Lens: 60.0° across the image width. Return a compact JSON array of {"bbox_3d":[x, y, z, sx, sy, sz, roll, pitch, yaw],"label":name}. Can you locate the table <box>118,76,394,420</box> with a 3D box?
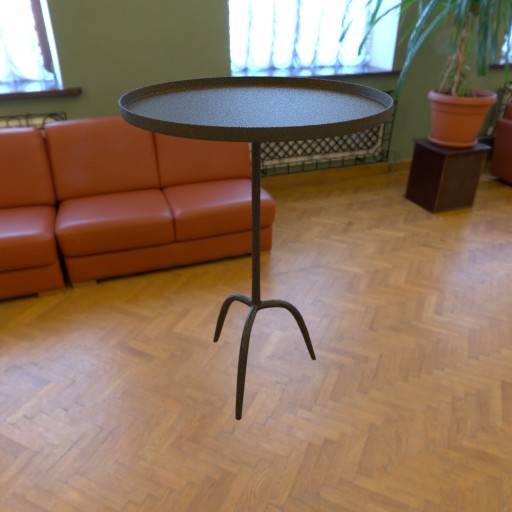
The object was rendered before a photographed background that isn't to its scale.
[{"bbox_3d":[0.000,0.000,1.011,0.502,0.700,0.502,-11,31,-18],"label":"table"}]
